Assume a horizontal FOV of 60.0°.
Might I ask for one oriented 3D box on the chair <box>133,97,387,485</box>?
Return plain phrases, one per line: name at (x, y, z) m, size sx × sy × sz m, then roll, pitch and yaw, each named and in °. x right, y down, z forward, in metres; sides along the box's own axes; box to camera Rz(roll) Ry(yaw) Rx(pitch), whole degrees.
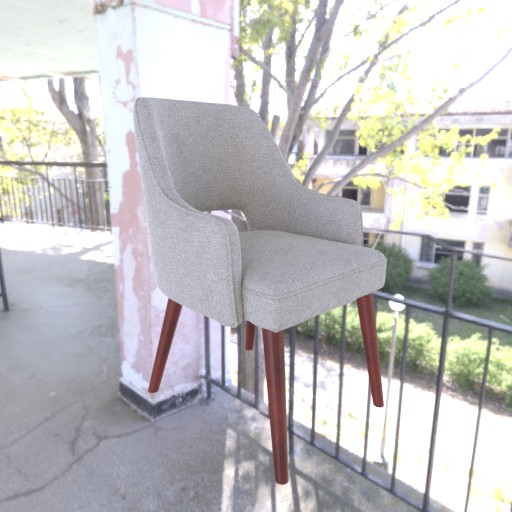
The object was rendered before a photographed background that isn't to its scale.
chair at (0.000, 0.000, 1.219) m, size 0.605 × 0.849 × 0.548 m, roll 13°, pitch 19°, yaw 43°
